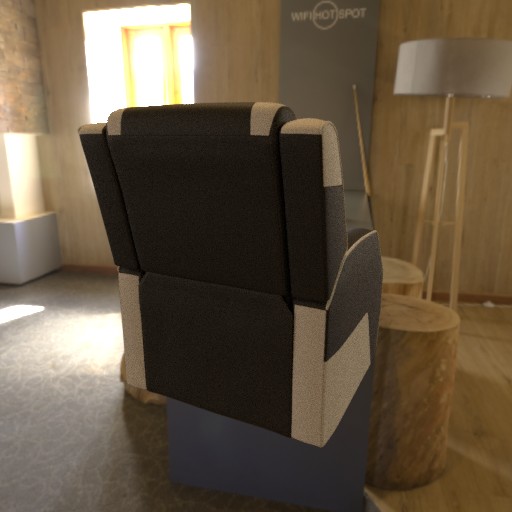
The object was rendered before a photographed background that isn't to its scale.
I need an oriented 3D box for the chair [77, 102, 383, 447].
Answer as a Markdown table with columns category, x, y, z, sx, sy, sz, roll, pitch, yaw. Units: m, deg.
| category | x | y | z | sx | sy | sz | roll | pitch | yaw |
| --- | --- | --- | --- | --- | --- | --- | --- | --- | --- |
| chair | 0.000 | 0.000 | 1.285 | 0.620 | 0.805 | 0.672 | 8 | 17 | 26 |
